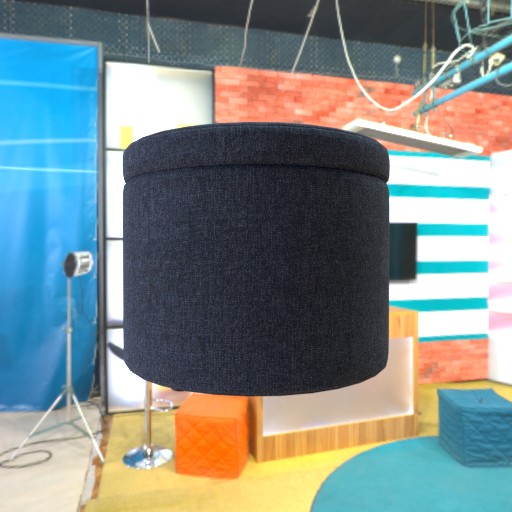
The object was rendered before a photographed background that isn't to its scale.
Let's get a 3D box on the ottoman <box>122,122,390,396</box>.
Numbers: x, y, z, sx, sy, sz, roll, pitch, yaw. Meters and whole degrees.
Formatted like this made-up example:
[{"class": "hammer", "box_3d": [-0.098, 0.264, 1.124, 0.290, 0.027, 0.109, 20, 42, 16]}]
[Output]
[{"class": "ottoman", "box_3d": [0.000, 0.000, 0.867, 0.500, 0.419, 0.500, 0, 1, 0]}]
